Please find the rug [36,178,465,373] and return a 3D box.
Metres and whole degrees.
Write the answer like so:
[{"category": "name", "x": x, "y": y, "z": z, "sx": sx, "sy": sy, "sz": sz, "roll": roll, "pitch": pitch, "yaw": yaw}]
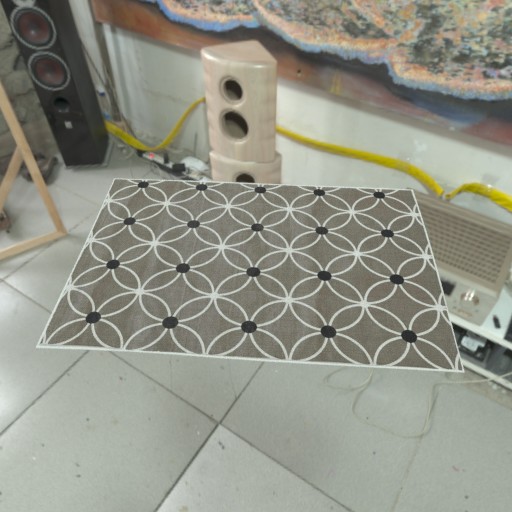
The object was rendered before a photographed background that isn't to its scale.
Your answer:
[{"category": "rug", "x": 0.000, "y": 0.000, "z": 2.858, "sx": 2.284, "sy": 0.008, "sz": 1.522, "roll": 3, "pitch": 47, "yaw": 2}]
